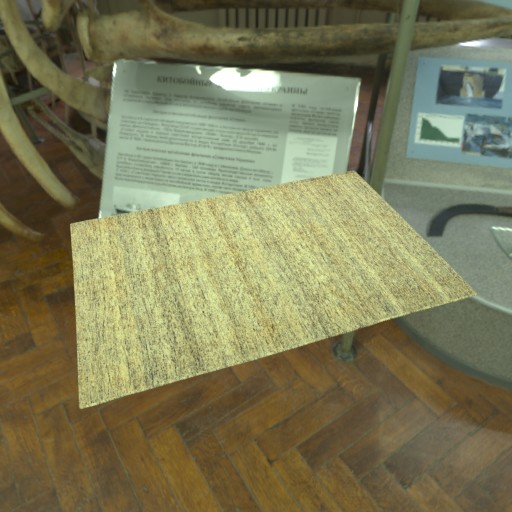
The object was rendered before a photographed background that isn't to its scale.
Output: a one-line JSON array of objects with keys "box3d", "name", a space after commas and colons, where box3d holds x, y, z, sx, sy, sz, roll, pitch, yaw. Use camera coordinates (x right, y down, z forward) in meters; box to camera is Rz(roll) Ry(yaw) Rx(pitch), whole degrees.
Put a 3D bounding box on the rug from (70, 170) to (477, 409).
[{"box3d": [0.000, 0.000, 2.352, 1.846, 0.014, 1.243, -13, 43, -14], "name": "rug"}]
